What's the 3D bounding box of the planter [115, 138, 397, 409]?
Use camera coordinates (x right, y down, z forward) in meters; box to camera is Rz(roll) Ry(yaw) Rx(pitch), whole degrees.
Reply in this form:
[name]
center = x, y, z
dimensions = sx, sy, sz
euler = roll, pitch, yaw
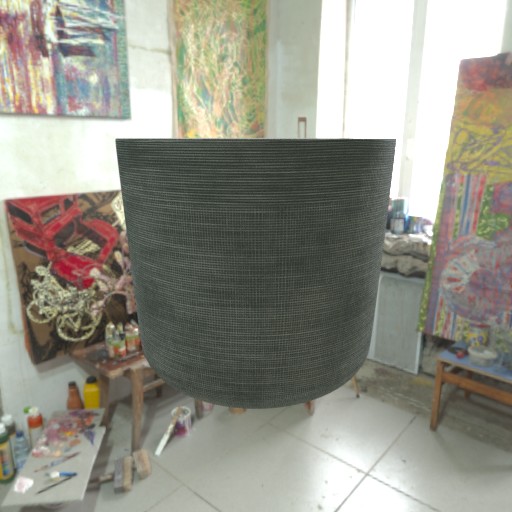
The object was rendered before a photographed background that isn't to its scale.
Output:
[planter]
center = 0.000, 0.000, 0.775
dimensions = 0.440, 0.398, 0.440
euler = 0, 15, 0
